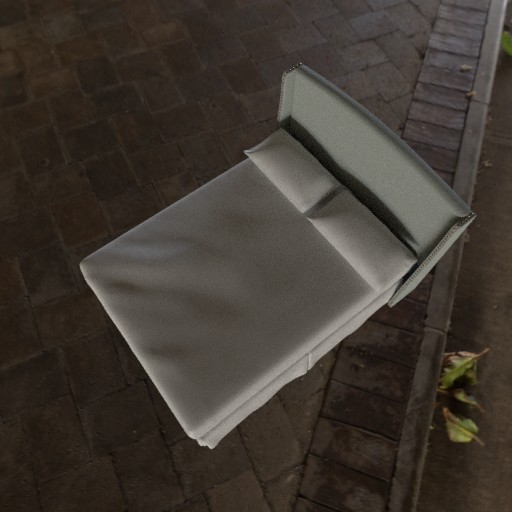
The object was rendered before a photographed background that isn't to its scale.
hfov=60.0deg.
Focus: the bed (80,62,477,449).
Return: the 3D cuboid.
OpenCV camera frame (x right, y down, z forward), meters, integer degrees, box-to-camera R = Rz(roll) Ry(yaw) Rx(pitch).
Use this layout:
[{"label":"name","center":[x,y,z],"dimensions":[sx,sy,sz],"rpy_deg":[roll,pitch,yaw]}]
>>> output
[{"label":"bed","center":[0.000,0.000,3.326],"dimensions":[2.237,1.407,1.710],"rpy_deg":[-35,69,-16]}]
